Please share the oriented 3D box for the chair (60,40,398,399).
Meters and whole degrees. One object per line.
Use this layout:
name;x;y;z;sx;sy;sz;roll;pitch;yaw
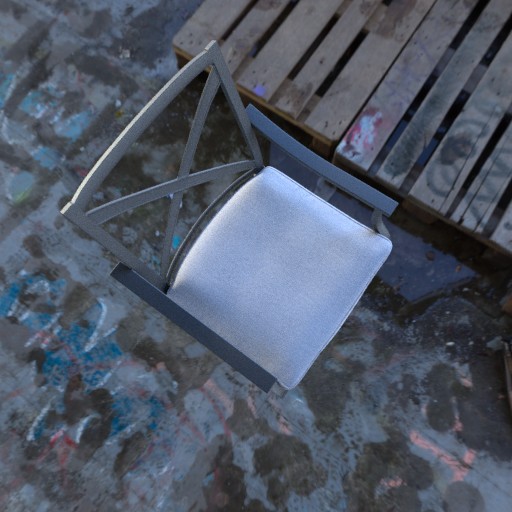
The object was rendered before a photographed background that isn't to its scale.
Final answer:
chair;0.000;0.000;1.290;0.620;0.889;0.575;35;78;8
